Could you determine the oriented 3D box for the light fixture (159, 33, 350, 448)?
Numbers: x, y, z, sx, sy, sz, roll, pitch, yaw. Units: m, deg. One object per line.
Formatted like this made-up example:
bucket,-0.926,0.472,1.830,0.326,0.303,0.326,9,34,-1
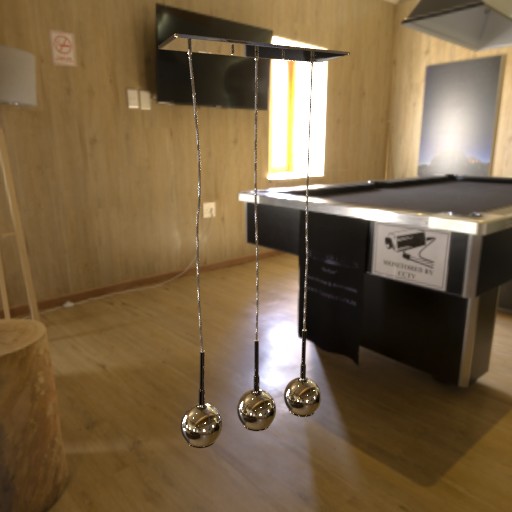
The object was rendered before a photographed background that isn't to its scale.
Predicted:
light fixture,0.000,0.000,1.636,0.623,1.408,0.188,-7,16,-25
